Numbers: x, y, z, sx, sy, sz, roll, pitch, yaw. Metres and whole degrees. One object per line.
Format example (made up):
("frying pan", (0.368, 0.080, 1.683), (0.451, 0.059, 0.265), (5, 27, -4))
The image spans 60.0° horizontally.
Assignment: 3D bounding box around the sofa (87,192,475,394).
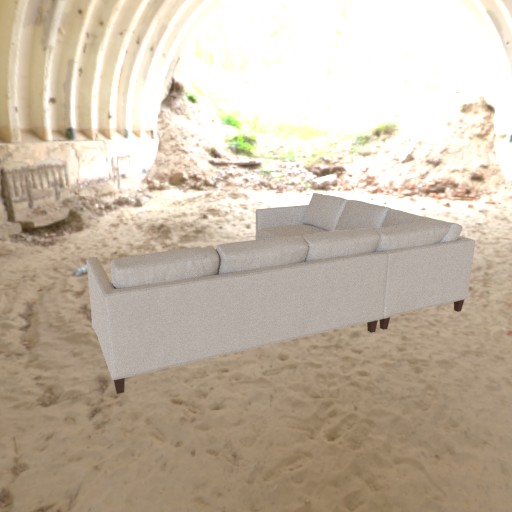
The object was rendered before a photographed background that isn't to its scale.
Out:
("sofa", (0.000, 0.000, 4.354), (3.182, 0.863, 2.432), (-7, 17, -25))
